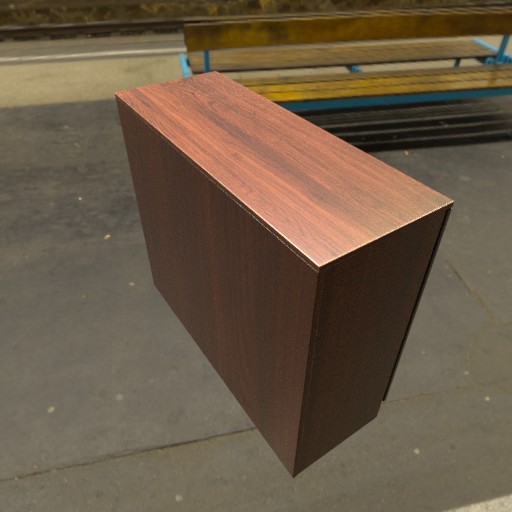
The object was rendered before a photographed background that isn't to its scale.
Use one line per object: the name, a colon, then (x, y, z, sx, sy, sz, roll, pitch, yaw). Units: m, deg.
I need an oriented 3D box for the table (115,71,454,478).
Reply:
table: (0.000, 0.000, 1.349, 0.380, 0.790, 0.930, -24, 46, -25)
